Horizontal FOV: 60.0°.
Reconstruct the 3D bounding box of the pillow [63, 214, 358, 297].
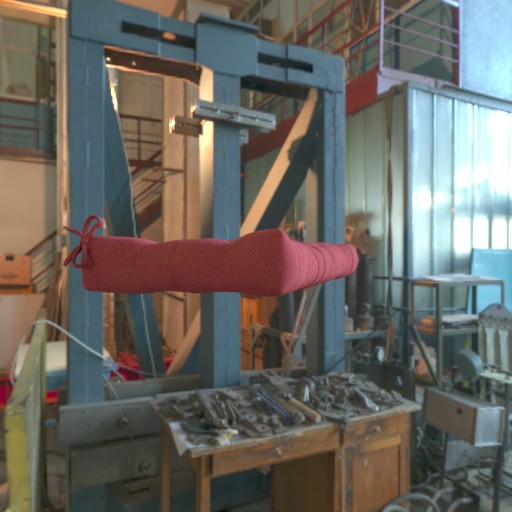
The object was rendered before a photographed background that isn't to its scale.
[{"bbox_3d":[0.000,0.000,1.369,0.511,0.174,1.194,0,0,19],"label":"pillow"}]
